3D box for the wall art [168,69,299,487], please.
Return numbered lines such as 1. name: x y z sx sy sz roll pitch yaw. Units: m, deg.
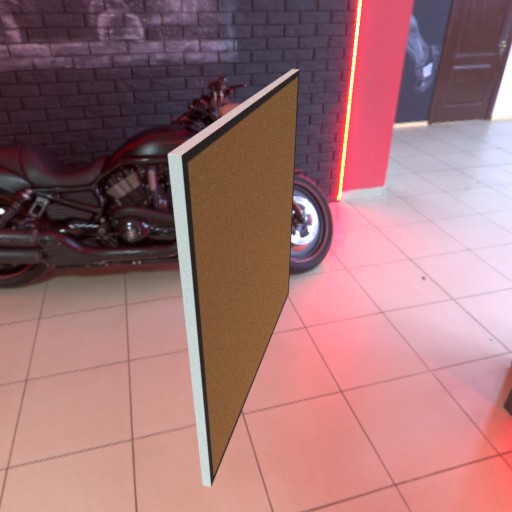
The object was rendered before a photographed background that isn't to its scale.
1. wall art: 0.000 0.000 1.167 0.022 0.803 0.805 9 32 14
